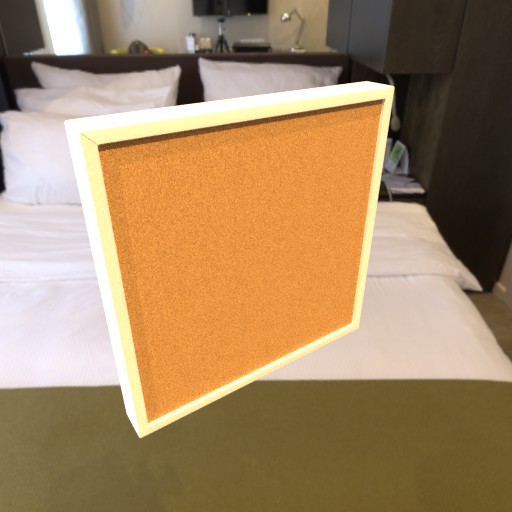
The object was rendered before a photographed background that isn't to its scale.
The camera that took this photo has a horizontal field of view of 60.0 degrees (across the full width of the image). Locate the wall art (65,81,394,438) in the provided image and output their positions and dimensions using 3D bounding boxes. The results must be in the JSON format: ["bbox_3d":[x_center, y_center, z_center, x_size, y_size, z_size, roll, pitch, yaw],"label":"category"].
[{"bbox_3d":[0.000,0.000,0.452,0.305,0.305,0.038,-19,35,-29],"label":"wall art"}]
